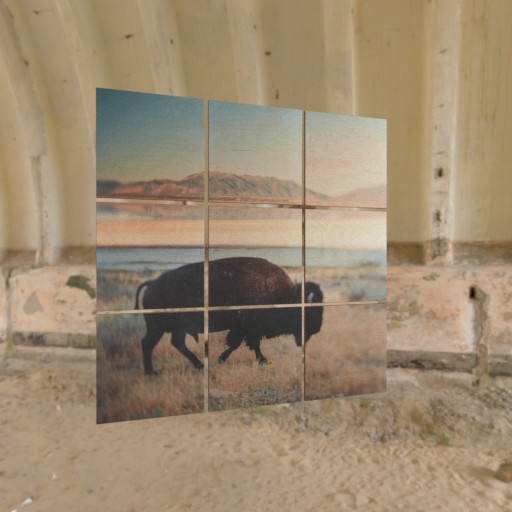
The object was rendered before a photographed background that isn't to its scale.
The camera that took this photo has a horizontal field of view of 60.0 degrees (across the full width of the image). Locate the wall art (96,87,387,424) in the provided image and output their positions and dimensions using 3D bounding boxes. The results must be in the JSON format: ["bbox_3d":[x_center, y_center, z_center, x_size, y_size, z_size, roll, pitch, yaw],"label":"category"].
[{"bbox_3d":[0.000,0.000,1.799,1.221,1.218,0.019,0,0,-18],"label":"wall art"}]
